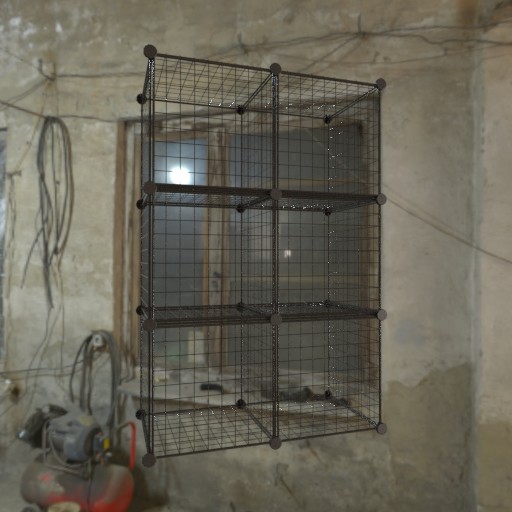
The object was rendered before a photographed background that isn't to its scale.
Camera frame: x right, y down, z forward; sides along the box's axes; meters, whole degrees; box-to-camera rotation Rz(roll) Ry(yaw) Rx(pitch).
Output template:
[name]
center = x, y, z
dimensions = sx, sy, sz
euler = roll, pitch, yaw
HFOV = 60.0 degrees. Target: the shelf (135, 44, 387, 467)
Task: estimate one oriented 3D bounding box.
[shelf]
center = 0.000, 0.000, 1.391
dimensions = 0.711, 1.067, 0.356
euler = 0, -1, -18
